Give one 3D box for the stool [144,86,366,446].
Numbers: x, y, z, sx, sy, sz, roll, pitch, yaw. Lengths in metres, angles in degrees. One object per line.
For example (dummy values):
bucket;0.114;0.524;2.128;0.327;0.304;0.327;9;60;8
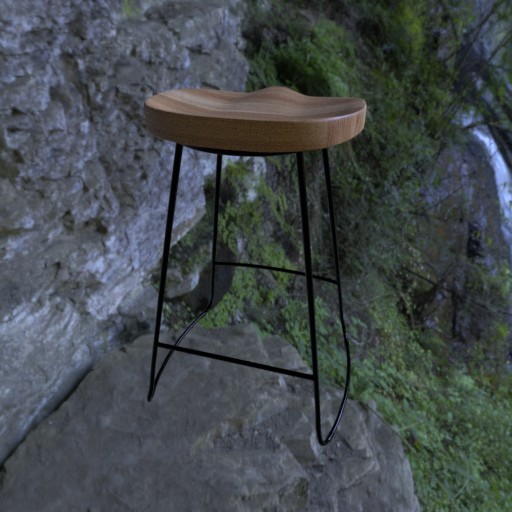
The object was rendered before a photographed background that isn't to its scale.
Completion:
stool;0.000;0.000;0.979;0.480;0.679;0.401;9;32;14
